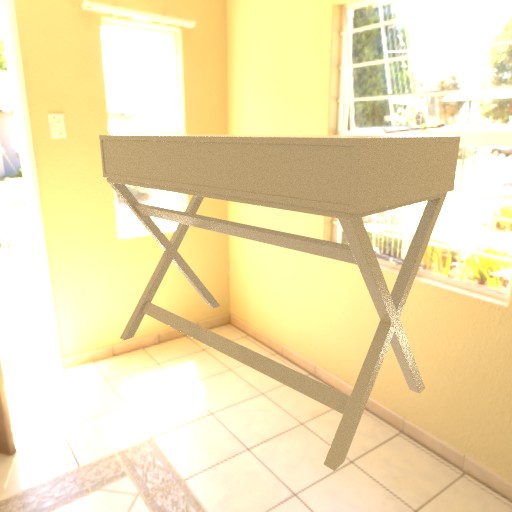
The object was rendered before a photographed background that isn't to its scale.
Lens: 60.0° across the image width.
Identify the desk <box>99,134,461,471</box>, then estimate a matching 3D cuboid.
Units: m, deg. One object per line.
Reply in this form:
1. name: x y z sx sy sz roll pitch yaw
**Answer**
1. desk: 0.000 0.000 1.487 1.059 0.780 0.509 15 22 43
